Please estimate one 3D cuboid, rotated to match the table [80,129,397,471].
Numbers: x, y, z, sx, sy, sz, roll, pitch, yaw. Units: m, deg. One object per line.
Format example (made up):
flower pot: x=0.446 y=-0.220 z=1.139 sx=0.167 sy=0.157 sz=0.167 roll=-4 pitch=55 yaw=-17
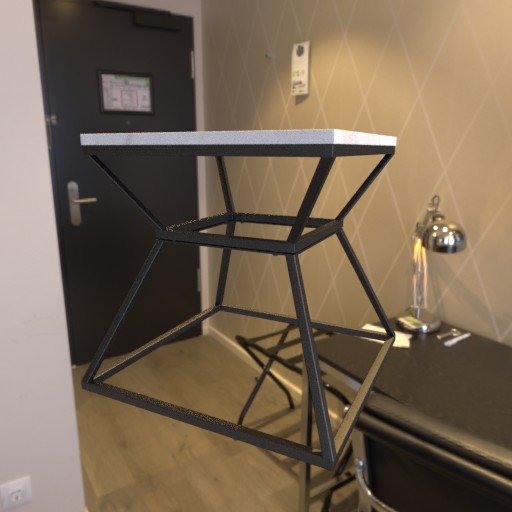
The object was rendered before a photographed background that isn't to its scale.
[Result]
table: x=0.000 y=0.000 z=0.822 sx=0.455 sy=0.431 sz=0.455 roll=7 pitch=15 yaw=26
